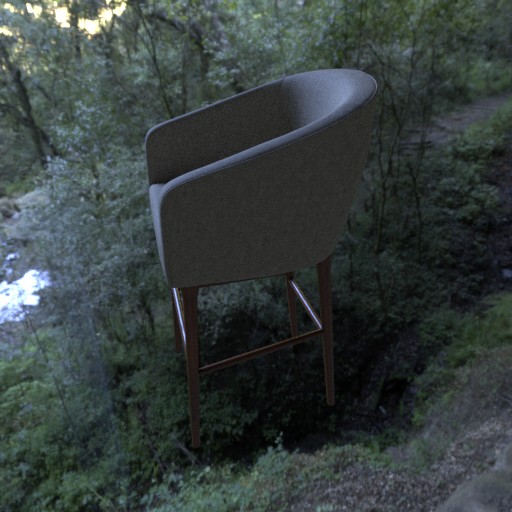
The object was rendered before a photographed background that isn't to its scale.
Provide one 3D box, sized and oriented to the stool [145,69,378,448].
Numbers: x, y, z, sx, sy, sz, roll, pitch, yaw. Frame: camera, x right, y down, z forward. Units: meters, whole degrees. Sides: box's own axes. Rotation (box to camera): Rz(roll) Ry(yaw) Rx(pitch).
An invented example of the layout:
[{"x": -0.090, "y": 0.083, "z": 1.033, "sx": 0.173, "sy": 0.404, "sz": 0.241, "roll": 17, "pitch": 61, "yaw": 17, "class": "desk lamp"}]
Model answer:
[{"x": 0.000, "y": 0.000, "z": 1.414, "sx": 0.607, "sy": 1.078, "sz": 0.559, "roll": -8, "pitch": 31, "yaw": -13, "class": "stool"}]
